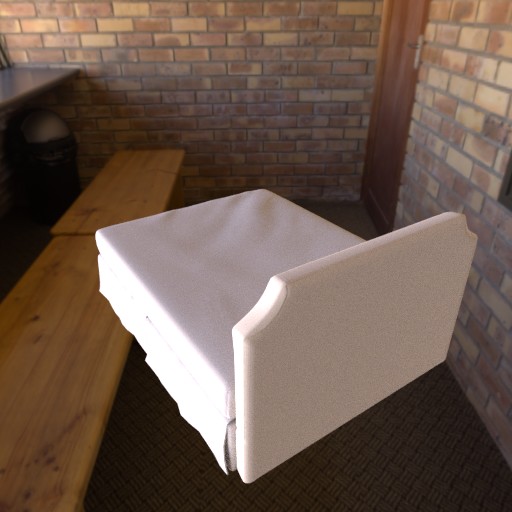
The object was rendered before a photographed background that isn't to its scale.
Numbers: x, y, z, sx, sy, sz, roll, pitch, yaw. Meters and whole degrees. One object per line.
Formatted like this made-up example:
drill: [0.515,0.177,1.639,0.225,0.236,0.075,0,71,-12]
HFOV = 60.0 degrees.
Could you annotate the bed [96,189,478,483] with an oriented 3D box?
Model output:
bed: [0.000,0.000,3.524,1.977,1.293,2.498,-18,34,-29]
